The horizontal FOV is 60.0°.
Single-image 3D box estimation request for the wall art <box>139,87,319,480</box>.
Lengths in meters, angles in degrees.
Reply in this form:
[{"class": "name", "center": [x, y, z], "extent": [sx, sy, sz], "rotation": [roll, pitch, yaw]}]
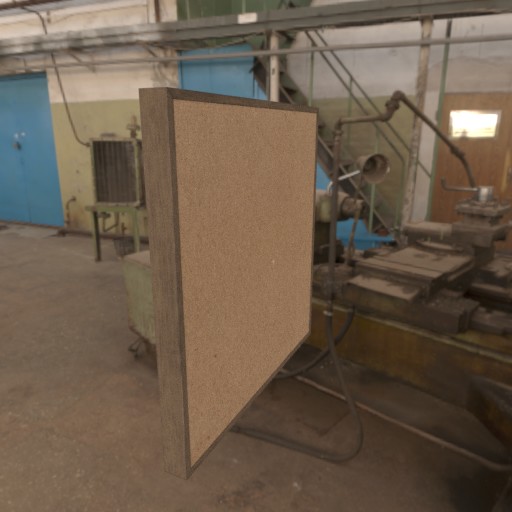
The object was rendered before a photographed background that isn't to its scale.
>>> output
[{"class": "wall art", "center": [0.000, 0.000, 0.768], "extent": [0.038, 0.508, 0.508], "rotation": [8, 18, 25]}]
